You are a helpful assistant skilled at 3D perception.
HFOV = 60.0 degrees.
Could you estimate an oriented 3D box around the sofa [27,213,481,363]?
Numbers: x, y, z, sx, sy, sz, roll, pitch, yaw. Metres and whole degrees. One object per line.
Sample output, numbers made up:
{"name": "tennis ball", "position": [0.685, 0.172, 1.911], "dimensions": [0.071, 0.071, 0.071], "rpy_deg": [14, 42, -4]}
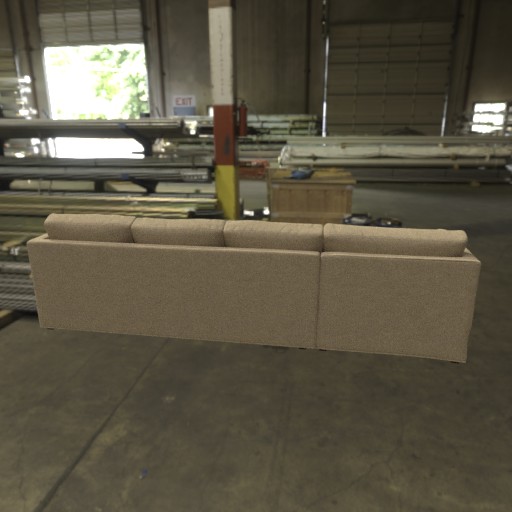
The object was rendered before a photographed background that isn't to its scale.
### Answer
{"name": "sofa", "position": [0.000, 0.000, 3.873], "dimensions": [3.198, 0.920, 1.638], "rpy_deg": [3, 17, 9]}
